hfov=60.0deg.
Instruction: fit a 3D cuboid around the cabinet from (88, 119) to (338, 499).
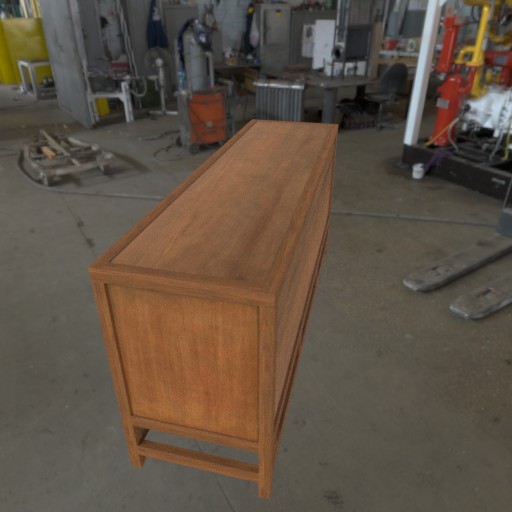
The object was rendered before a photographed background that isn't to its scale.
[{"bbox_3d":[0.000,0.000,2.024,0.522,0.820,1.708,7,31,12],"label":"cabinet"}]
